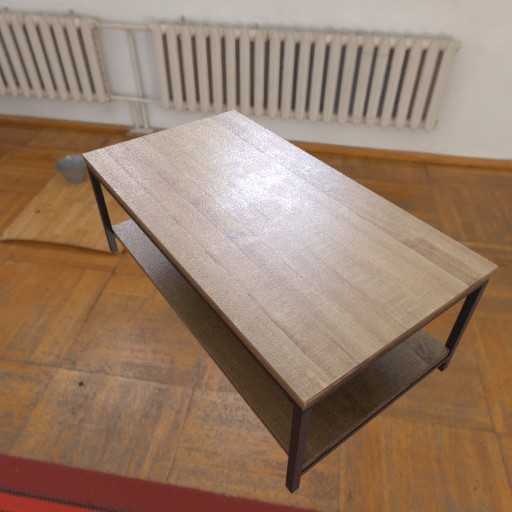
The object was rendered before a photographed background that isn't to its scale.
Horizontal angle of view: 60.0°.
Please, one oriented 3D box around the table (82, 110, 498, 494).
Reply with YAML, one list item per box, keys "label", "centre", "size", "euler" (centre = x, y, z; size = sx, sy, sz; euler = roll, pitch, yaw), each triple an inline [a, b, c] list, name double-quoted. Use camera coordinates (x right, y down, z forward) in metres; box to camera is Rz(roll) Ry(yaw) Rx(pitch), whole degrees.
- label: "table"
  centre: [0.000, 0.000, 1.319]
  size: [0.574, 0.393, 1.062]
  euler: [-26, 47, -26]
